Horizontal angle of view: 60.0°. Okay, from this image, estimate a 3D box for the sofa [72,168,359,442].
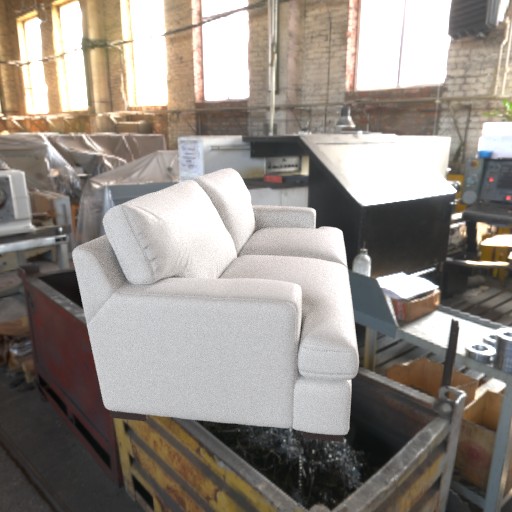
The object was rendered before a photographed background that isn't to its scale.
[{"bbox_3d":[0.000,0.000,2.758,1.143,0.940,2.261,2,16,9],"label":"sofa"}]
